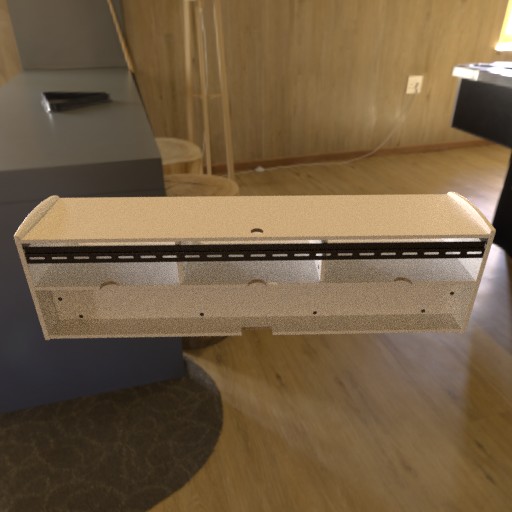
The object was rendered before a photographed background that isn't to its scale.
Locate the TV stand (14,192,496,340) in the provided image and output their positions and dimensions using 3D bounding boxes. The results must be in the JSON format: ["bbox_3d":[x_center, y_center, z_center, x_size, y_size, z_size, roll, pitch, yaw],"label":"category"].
[{"bbox_3d":[0.000,0.000,1.621,1.473,0.424,0.397,-1,30,-1],"label":"TV stand"}]
